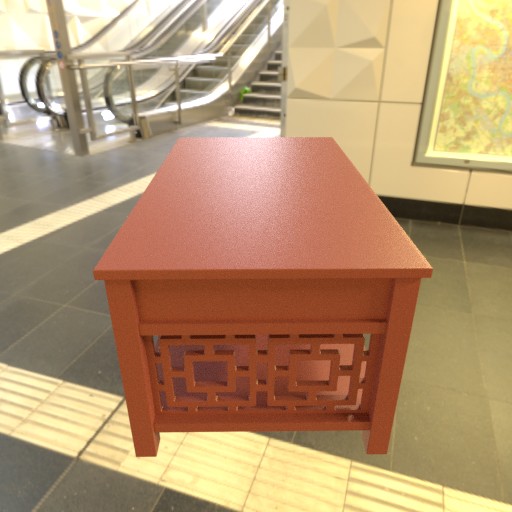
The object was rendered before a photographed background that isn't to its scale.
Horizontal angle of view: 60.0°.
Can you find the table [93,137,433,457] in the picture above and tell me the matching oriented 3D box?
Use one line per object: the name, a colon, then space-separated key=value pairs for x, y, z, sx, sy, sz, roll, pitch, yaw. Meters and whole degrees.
table: x=0.000 y=0.000 z=1.366 sx=0.612 sy=0.493 sz=1.068 roll=0 pitch=27 yaw=-1
